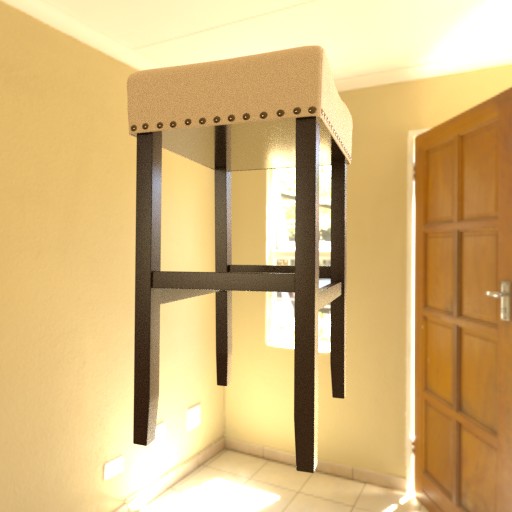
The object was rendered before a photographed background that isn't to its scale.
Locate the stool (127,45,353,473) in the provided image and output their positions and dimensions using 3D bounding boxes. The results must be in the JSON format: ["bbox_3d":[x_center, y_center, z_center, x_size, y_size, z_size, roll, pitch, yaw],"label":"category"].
[{"bbox_3d":[0.000,0.000,1.049,0.401,0.762,0.471,0,1,19],"label":"stool"}]
